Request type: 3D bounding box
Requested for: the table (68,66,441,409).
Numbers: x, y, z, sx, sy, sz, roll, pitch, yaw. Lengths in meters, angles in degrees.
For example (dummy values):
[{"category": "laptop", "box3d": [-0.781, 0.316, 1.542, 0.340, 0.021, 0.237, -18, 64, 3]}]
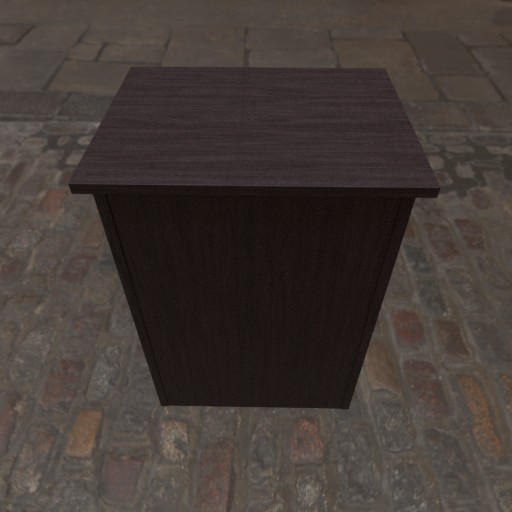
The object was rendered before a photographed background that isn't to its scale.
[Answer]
[{"category": "table", "box3d": [0.000, 0.000, 0.928, 0.480, 0.635, 0.381, 1, 45, 1]}]
